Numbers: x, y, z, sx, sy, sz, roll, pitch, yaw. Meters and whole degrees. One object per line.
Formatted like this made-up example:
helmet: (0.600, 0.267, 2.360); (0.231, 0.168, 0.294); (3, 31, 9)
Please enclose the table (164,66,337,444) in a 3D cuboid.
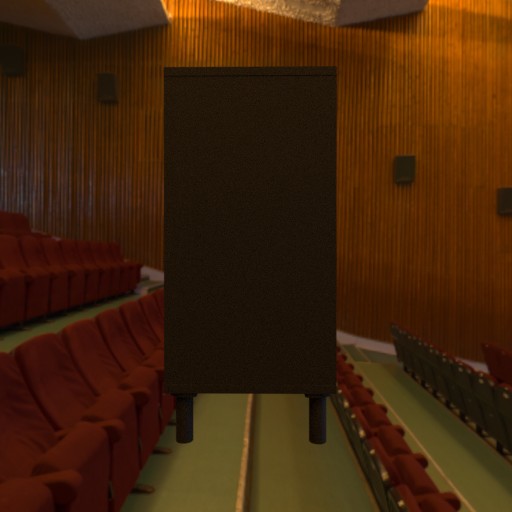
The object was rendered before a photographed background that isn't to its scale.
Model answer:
table: (0.000, 0.000, 1.595); (0.400, 0.855, 1.200); (0, 0, 1)
